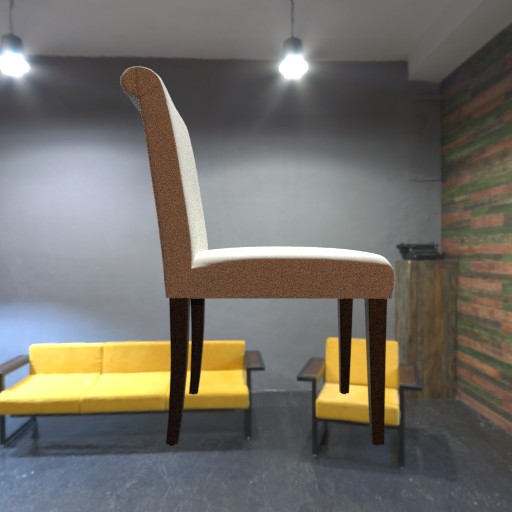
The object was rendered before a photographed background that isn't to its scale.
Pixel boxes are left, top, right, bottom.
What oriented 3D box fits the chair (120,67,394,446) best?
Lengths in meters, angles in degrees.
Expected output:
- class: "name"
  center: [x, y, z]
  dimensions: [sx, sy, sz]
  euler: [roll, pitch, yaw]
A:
- class: "chair"
  center: [0.000, 0.000, 1.353]
  dimensions: [0.708, 0.976, 0.452]
  euler: [0, 0, 0]
